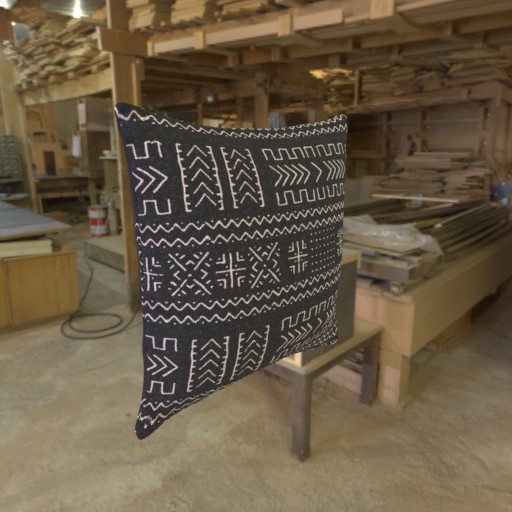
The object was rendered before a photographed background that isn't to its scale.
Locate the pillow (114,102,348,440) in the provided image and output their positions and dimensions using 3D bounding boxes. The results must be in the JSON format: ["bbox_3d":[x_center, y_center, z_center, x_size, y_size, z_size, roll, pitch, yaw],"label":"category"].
[{"bbox_3d":[0.000,0.000,0.676,0.438,0.430,0.164,-14,20,-42],"label":"pillow"}]
